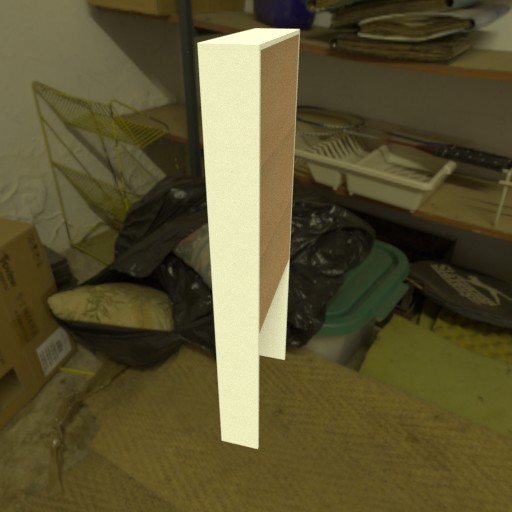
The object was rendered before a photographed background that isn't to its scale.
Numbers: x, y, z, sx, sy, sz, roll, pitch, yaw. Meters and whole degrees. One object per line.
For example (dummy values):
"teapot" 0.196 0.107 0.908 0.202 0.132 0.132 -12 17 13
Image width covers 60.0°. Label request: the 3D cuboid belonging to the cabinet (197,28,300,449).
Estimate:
"cabinet" 0.000 0.000 1.978 0.192 1.770 0.643 8 31 13
